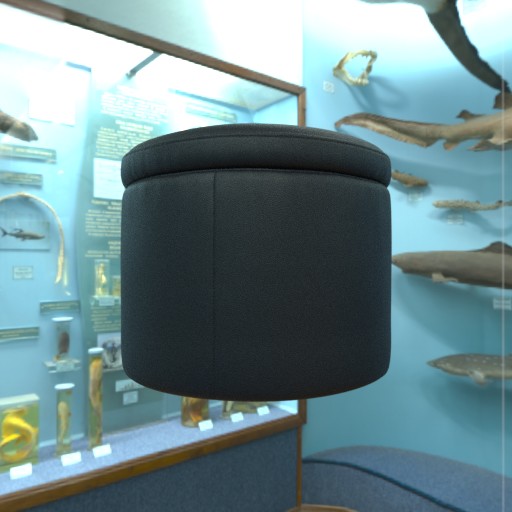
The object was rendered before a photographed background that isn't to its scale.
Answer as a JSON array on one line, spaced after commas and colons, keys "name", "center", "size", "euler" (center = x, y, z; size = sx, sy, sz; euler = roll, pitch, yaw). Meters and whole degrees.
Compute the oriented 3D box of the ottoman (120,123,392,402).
[{"name": "ottoman", "center": [0.000, 0.000, 0.857], "size": [0.501, 0.409, 0.501], "euler": [0, 0, 0]}]
